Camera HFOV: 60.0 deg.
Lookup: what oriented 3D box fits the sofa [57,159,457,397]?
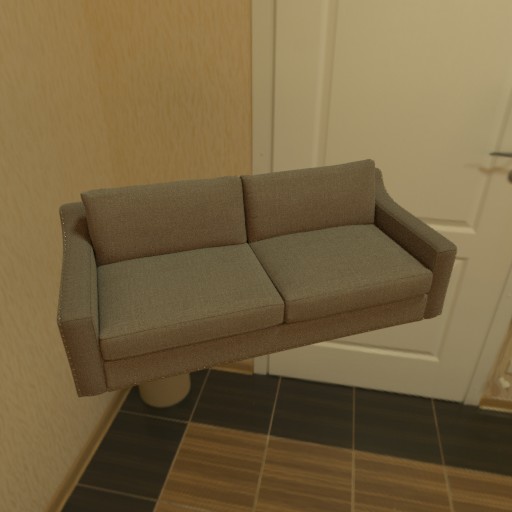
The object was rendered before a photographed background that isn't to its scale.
[{"bbox_3d":[0.000,0.000,2.735,2.208,0.857,1.000,-9,32,-15],"label":"sofa"}]
